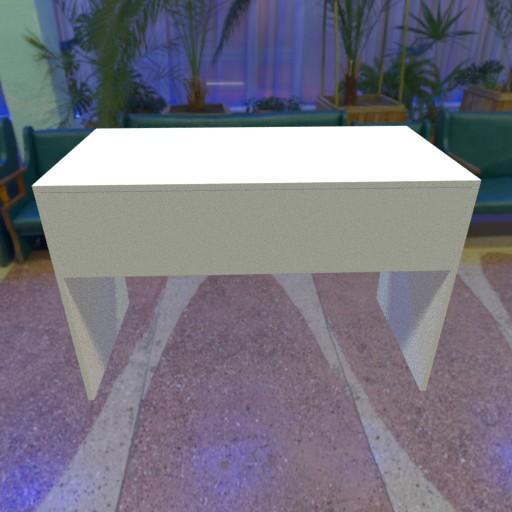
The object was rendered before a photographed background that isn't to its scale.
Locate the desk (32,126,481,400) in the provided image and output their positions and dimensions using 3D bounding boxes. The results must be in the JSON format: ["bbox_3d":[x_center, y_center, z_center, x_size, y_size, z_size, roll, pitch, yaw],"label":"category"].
[{"bbox_3d":[0.000,0.000,1.507,1.100,0.730,0.560,-1,30,-2],"label":"desk"}]
